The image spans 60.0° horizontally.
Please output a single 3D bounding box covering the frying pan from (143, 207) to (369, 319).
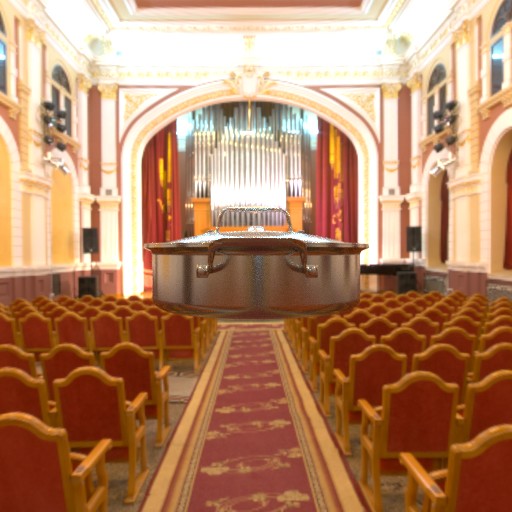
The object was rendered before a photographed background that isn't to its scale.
[{"bbox_3d":[0.000,0.000,0.585,0.245,0.111,0.492,0,0,0],"label":"frying pan"}]
